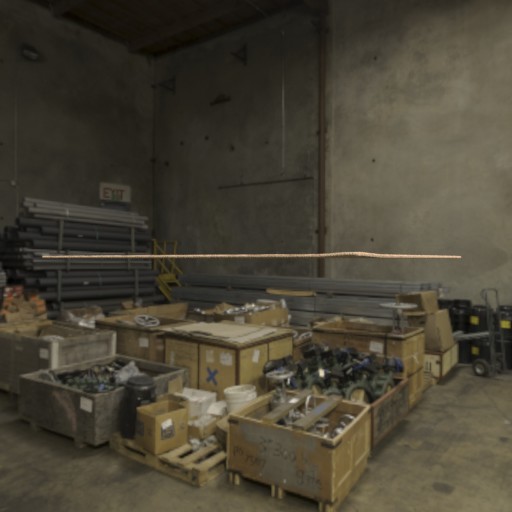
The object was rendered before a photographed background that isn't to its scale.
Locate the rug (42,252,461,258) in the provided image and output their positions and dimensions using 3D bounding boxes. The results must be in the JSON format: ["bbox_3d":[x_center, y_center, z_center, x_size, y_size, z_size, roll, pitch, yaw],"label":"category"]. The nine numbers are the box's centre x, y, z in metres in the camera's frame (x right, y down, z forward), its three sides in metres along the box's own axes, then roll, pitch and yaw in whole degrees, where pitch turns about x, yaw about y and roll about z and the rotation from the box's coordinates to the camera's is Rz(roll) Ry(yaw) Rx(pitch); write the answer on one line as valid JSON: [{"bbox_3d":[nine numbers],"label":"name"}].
[{"bbox_3d":[0.000,0.000,4.105,3.052,0.043,2.453,0,0,36],"label":"rug"}]
